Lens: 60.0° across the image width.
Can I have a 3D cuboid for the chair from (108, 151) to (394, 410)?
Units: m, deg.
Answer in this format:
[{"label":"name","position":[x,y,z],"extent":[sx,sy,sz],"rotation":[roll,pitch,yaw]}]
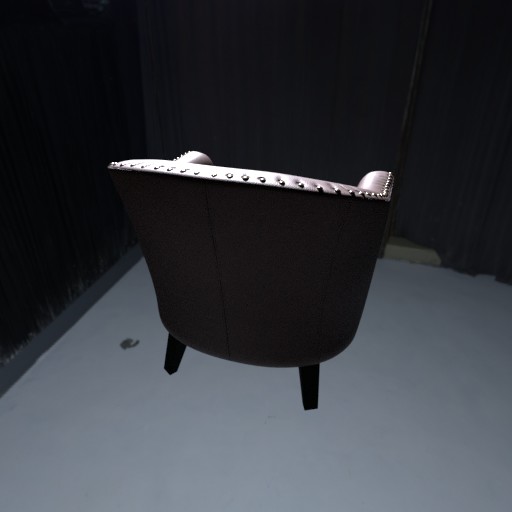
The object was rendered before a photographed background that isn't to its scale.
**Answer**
[{"label":"chair","position":[0.000,0.000,1.474],"extent":[0.794,0.823,0.748],"rotation":[10,32,16]}]
